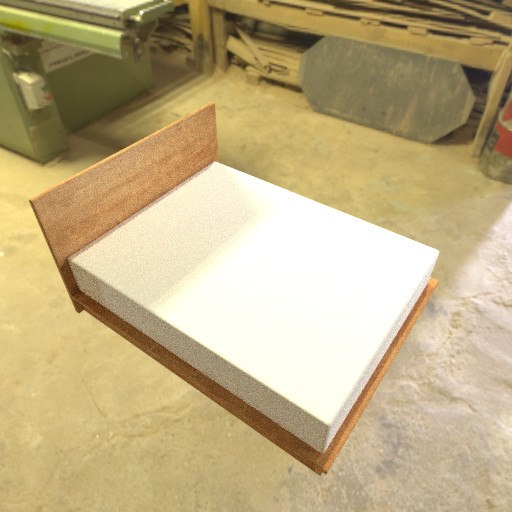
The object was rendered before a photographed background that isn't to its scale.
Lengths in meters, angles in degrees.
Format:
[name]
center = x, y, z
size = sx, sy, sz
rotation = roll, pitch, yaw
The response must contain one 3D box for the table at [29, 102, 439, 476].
[table]
center = 0.000, 0.000, 3.062
size = 2.149, 1.041, 1.707
rotation = 26, 49, 26
